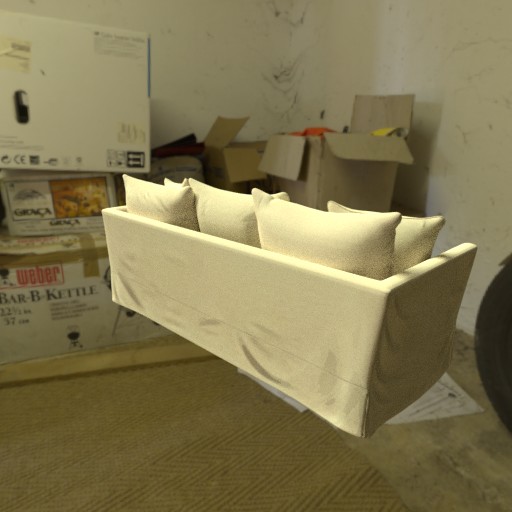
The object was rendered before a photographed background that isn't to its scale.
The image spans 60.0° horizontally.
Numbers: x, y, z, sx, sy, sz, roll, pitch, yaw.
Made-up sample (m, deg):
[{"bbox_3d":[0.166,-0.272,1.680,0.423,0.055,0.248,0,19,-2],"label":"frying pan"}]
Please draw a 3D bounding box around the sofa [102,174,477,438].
[{"bbox_3d":[0.000,0.000,3.013,1.030,1.042,2.484,-16,23,-43],"label":"sofa"}]
